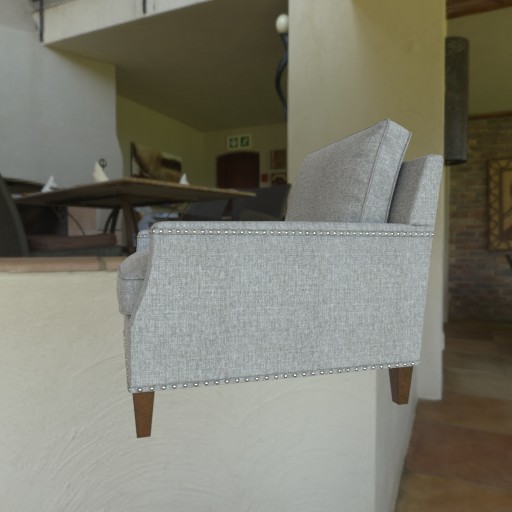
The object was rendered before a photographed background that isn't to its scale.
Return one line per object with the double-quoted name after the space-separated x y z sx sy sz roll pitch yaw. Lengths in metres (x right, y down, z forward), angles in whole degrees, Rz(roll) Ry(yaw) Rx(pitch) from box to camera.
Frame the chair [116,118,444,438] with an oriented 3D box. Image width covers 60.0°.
0.000 0.000 1.684 1.014 0.943 0.853 0 2 -17 "chair"
